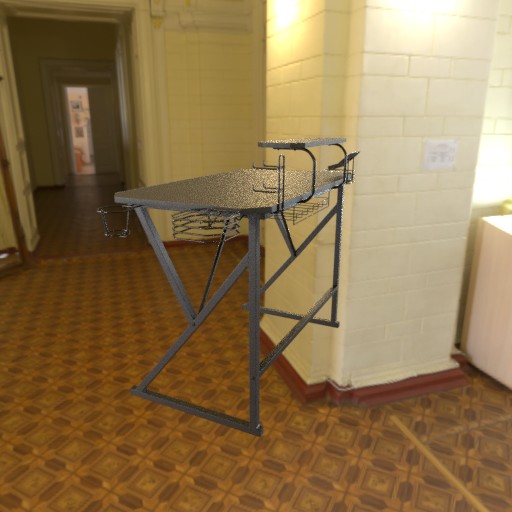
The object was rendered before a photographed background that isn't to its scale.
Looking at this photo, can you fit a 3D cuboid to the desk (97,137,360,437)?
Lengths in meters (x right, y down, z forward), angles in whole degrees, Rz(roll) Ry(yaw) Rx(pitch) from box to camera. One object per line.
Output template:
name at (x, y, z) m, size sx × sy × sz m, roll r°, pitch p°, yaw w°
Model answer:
desk at (0.000, 0.000, 1.723) m, size 0.580 × 0.880 × 1.290 m, roll 8°, pitch 18°, yaw 25°
